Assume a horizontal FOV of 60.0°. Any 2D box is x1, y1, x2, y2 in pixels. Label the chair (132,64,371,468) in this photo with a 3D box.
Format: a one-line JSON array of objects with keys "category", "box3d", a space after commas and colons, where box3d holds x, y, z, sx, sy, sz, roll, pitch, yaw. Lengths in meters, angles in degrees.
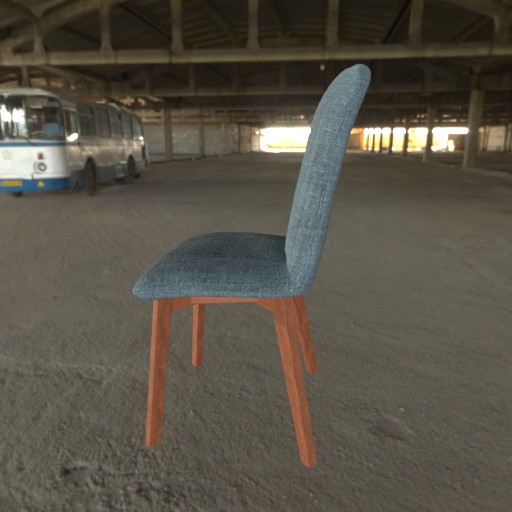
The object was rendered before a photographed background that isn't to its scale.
[{"category": "chair", "box3d": [0.000, 0.000, 1.280, 0.563, 0.974, 0.522, 2, 15, 8]}]
